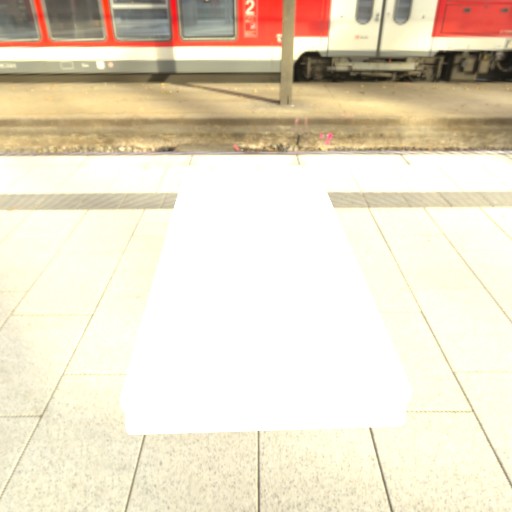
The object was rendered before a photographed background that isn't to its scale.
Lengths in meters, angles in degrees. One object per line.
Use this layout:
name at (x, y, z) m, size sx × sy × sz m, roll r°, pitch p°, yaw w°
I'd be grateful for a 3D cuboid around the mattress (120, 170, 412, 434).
mattress at (0.000, 0.000, 2.198) m, size 0.900 × 0.200 × 1.900 m, roll -1°, pitch 31°, yaw -2°
